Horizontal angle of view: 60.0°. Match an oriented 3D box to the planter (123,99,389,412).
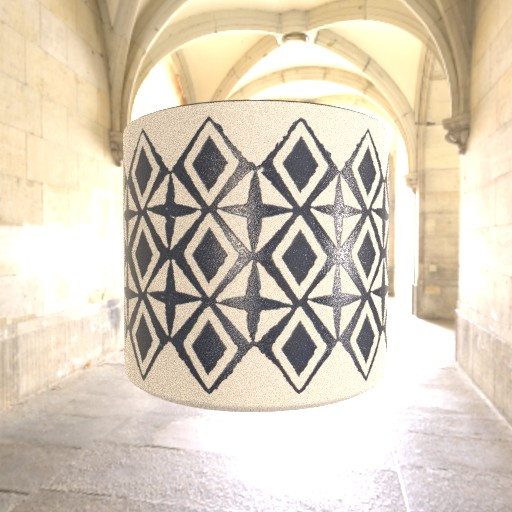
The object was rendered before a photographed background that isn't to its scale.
[{"bbox_3d":[0.000,0.000,0.277,0.159,0.144,0.159,0,1,0],"label":"planter"}]
